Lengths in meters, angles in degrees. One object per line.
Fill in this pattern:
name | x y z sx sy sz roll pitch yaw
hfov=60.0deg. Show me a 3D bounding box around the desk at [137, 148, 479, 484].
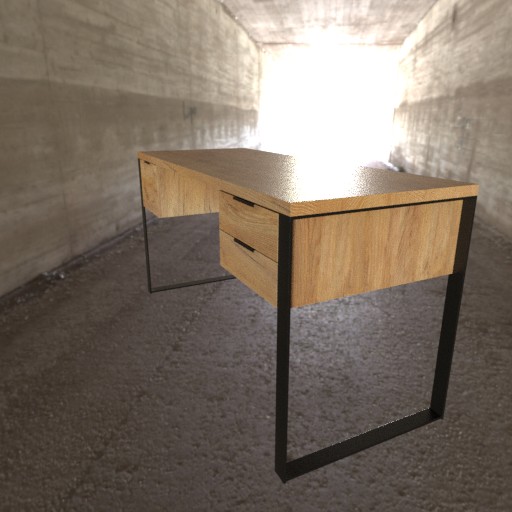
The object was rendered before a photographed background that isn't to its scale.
desk | 0.000 0.000 1.841 0.600 0.760 1.520 -9 20 -25
